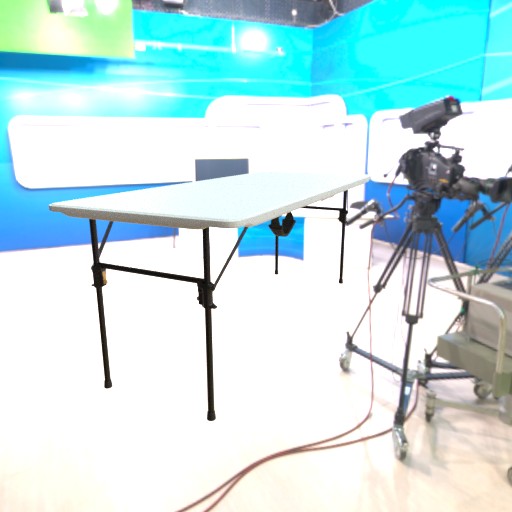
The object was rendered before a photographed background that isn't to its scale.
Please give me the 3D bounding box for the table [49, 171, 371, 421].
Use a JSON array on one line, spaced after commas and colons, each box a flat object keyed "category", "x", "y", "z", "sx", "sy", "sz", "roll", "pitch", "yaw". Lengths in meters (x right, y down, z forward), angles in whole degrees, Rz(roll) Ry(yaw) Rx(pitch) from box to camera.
[{"category": "table", "x": 0.000, "y": 0.000, "z": 2.262, "sx": 0.761, "sy": 0.719, "sz": 1.829, "roll": 7, "pitch": 16, "yaw": 25}]
